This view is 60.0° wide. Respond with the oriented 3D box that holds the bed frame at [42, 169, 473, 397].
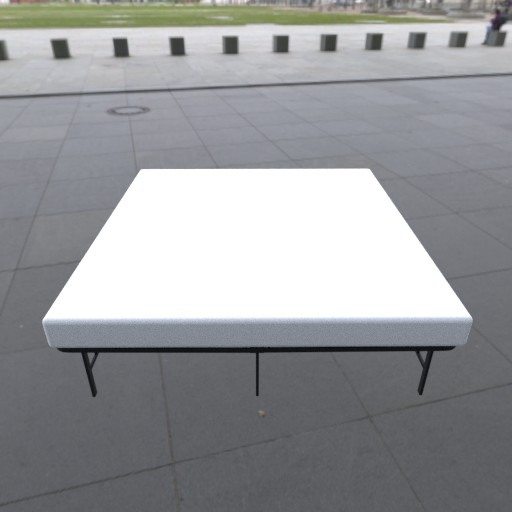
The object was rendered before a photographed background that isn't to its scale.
[{"bbox_3d":[0.000,0.000,2.970,1.935,0.525,2.033,0,30,0],"label":"bed frame"}]
